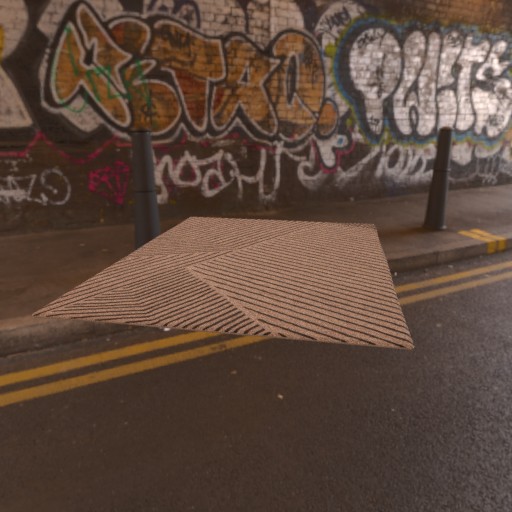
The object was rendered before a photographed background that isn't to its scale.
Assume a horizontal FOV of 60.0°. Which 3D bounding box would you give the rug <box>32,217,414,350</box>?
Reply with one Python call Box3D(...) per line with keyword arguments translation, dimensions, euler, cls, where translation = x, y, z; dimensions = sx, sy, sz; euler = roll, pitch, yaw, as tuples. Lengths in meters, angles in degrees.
Box3D(translation=(0.000, 0.000, 3.192), dimensions=(1.829, 0.028, 2.449), euler=(3, 17, 10), cls="rug")
